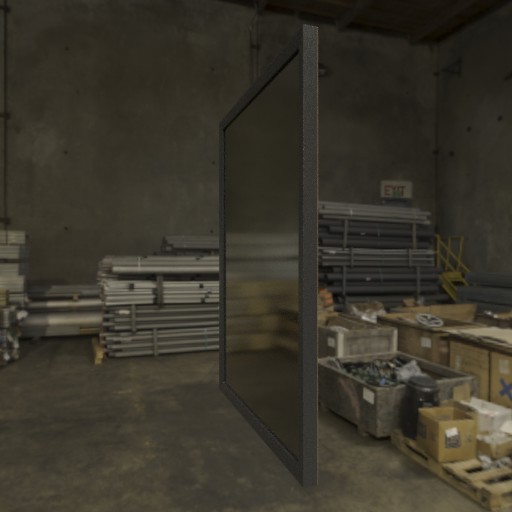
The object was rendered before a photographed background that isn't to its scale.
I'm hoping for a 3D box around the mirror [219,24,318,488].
[{"bbox_3d":[0.000,0.000,1.338,0.040,1.016,0.762,0,0,-19],"label":"mirror"}]
